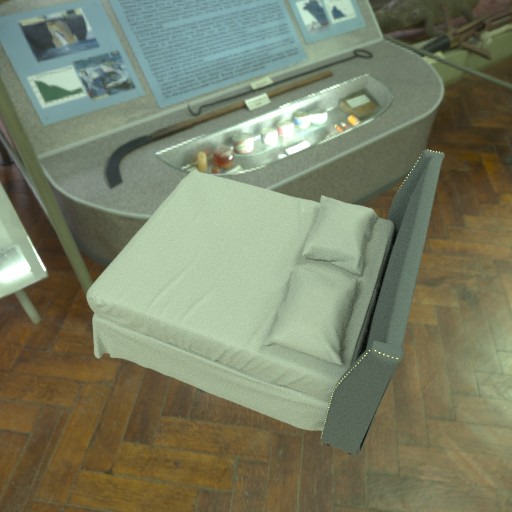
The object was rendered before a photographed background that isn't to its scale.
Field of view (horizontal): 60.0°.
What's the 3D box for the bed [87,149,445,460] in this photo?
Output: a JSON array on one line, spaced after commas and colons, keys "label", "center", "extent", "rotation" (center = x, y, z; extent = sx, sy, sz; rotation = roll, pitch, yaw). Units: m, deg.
[{"label": "bed", "center": [0.000, 0.000, 3.444], "extent": [2.276, 1.332, 1.925], "rotation": [17, 49, 15]}]
